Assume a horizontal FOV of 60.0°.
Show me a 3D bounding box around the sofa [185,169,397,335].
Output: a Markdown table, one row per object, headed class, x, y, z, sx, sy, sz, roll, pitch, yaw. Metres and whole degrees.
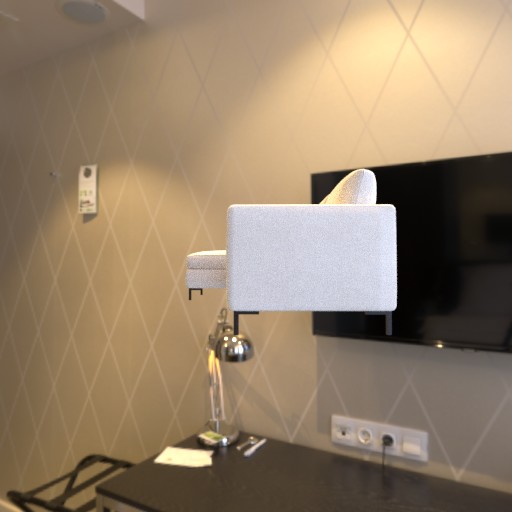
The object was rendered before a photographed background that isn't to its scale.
| class | x | y | z | sx | sy | sz | roll | pitch | yaw |
| --- | --- | --- | --- | --- | --- | --- | --- | --- | --- |
| sofa | 0.000 | 0.000 | 3.798 | 1.467 | 0.875 | 3.186 | 0 | -1 | 1 |
